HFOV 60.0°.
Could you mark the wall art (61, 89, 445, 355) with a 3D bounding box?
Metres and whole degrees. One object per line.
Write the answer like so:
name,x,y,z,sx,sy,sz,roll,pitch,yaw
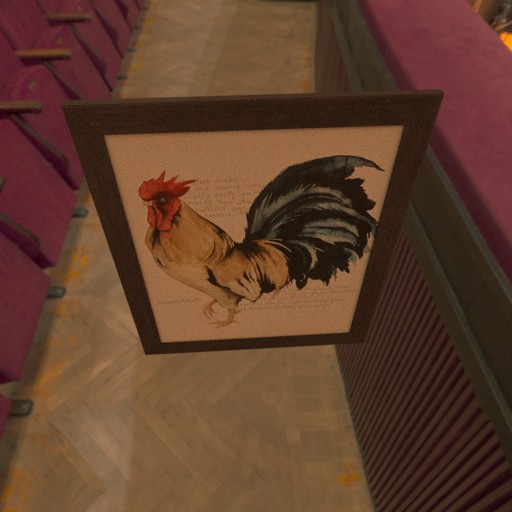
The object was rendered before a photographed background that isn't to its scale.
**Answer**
wall art,0.000,0.000,0.757,0.476,0.570,0.013,-3,46,-3
